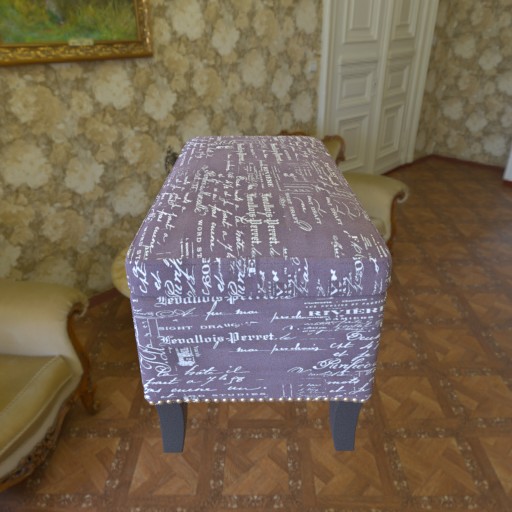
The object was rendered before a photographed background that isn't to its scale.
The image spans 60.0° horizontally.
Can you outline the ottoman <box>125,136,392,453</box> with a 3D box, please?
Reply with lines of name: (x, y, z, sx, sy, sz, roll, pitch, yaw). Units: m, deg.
ottoman: (0.000, 0.000, 1.089, 0.406, 0.457, 0.813, 0, 27, -1)
